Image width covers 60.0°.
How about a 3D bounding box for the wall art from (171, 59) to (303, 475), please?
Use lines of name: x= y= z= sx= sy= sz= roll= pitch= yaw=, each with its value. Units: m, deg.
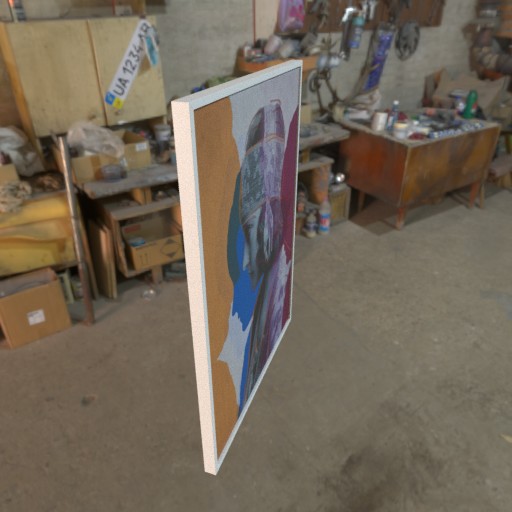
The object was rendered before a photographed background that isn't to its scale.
wall art: x=0.000 y=0.000 z=1.377 sx=0.039 sy=1.050 sz=0.795 roll=10 pitch=31 yaw=17
